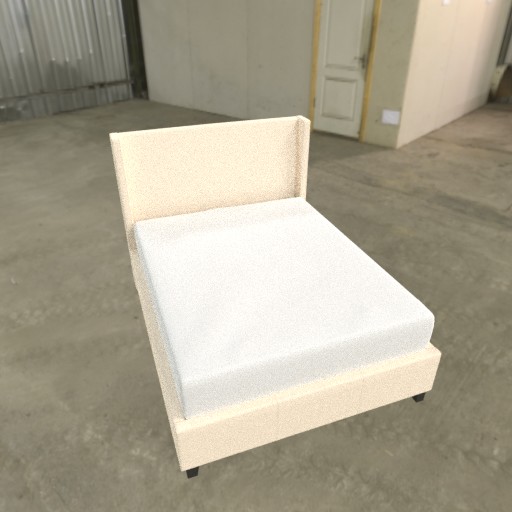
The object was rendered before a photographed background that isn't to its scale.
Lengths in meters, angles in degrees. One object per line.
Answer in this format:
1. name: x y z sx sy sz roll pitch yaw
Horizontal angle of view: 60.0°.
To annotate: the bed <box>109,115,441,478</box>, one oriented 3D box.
1. bed: 0.000 0.000 3.405 1.765 1.471 2.280 -11 33 -17
